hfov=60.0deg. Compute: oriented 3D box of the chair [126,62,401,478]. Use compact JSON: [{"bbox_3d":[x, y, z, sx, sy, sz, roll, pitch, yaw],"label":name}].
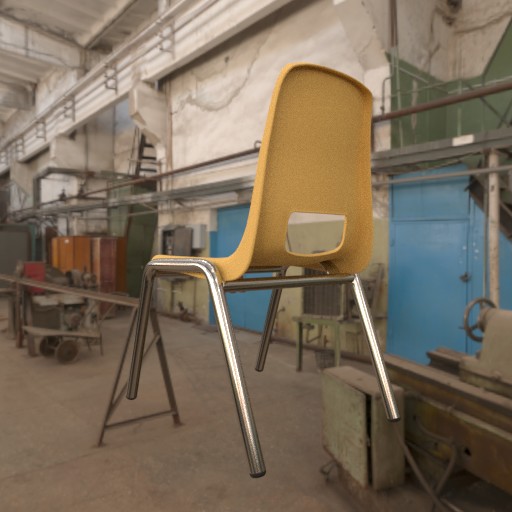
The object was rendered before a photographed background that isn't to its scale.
[{"bbox_3d":[0.000,0.000,0.842,0.354,0.586,0.423,-1,1,-38],"label":"chair"}]
